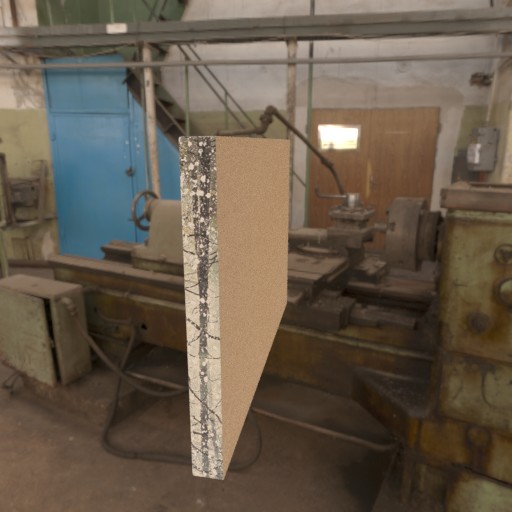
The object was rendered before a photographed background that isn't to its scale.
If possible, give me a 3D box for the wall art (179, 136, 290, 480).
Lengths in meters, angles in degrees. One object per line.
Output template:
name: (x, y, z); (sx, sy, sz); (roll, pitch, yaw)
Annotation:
wall art: (0.000, 0.000, 0.778); (0.042, 0.398, 0.618); (3, 15, 11)
